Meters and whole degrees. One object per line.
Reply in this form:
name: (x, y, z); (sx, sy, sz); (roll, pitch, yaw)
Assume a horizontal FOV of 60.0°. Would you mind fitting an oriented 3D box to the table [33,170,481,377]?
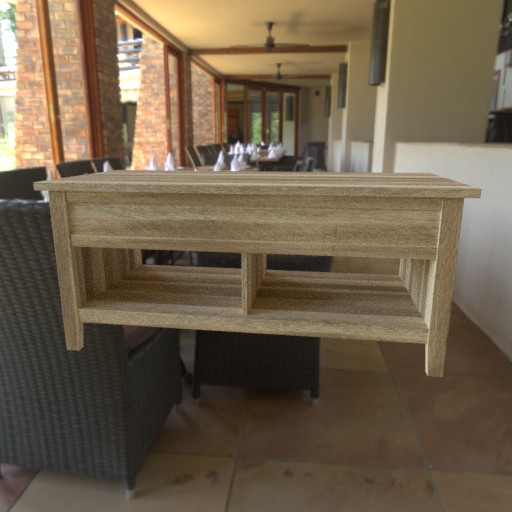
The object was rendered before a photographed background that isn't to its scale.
table: (0.000, 0.000, 1.367); (1.095, 0.480, 0.493); (2, 15, 8)
